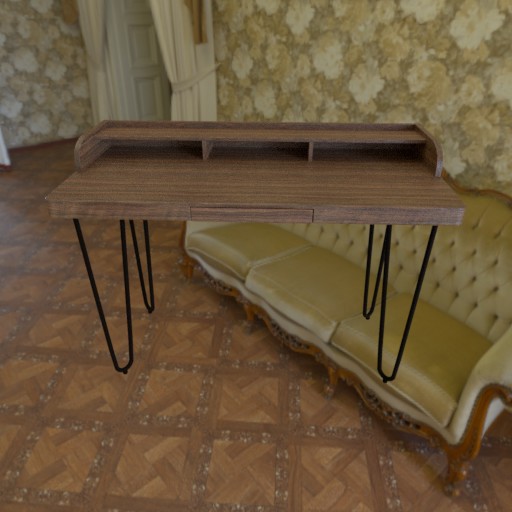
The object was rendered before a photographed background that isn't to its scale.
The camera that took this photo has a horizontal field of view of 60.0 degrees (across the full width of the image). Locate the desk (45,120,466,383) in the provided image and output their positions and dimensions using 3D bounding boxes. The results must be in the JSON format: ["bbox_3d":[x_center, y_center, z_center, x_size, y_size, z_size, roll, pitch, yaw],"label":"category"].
[{"bbox_3d":[0.000,0.000,1.652,1.200,0.854,0.565,1,30,2],"label":"desk"}]
